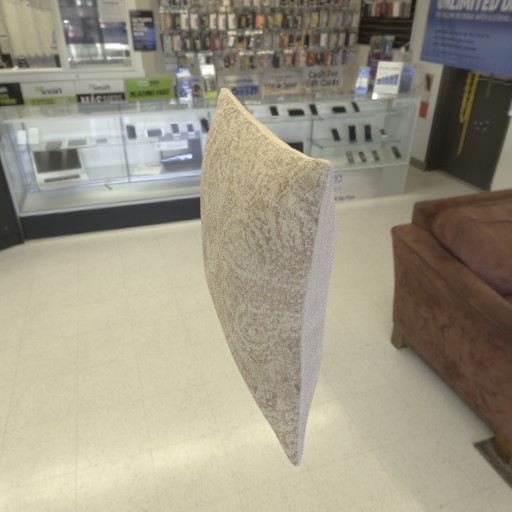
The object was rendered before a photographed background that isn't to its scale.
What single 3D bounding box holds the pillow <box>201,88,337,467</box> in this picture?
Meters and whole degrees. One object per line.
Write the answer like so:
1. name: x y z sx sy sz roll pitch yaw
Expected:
1. pillow: 0.000 0.000 0.812 0.166 0.510 0.523 -8 31 -14
